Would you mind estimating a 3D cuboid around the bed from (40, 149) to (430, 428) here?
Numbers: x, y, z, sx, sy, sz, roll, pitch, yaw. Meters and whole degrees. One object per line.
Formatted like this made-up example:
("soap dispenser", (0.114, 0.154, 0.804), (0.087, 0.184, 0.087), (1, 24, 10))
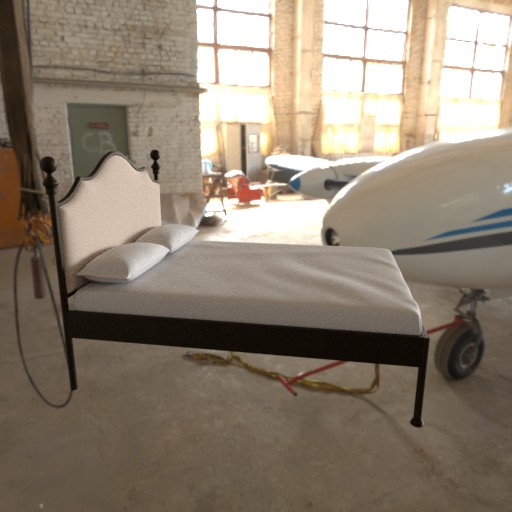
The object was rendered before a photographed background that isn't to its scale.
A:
("bed", (0.000, 0.000, 3.269), (2.224, 1.499, 1.642), (3, 15, 10))
